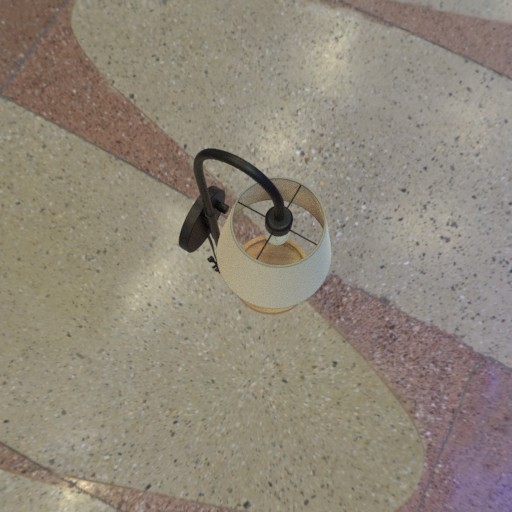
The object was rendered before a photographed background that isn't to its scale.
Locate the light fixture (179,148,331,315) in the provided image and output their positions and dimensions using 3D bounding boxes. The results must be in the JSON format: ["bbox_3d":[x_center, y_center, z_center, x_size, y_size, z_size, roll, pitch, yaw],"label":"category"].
[{"bbox_3d":[0.000,0.000,0.952,0.299,0.821,0.220,29,77,8],"label":"light fixture"}]
